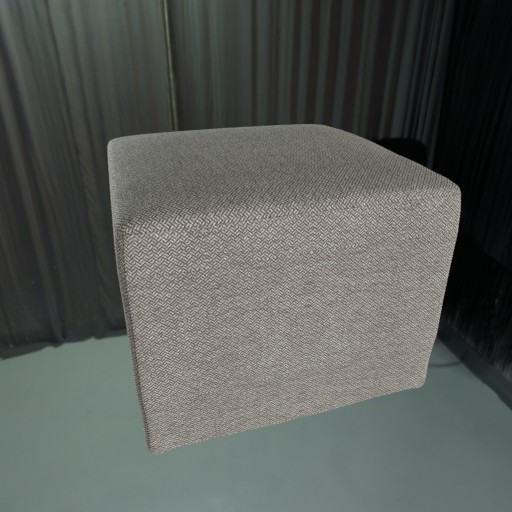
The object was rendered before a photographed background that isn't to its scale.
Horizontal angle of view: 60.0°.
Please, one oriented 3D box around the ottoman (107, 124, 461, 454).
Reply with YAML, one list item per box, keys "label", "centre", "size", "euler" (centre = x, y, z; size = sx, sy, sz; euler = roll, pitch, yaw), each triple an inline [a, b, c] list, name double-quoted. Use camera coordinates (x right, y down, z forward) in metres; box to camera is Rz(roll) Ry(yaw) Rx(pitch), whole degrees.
- label: "ottoman"
  centre: [0.000, 0.000, 0.887]
  size: [0.519, 0.453, 0.512]
  euler: [-8, 28, -16]
